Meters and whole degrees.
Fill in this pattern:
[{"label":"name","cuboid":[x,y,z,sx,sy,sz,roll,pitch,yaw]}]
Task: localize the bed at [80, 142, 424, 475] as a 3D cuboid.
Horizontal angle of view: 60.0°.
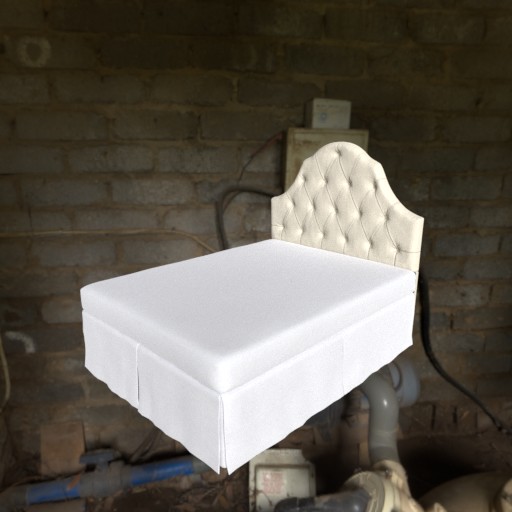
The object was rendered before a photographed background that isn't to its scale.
[{"label":"bed","cuboid":[0.000,0.000,3.233,1.627,1.575,2.092,15,22,43]}]
